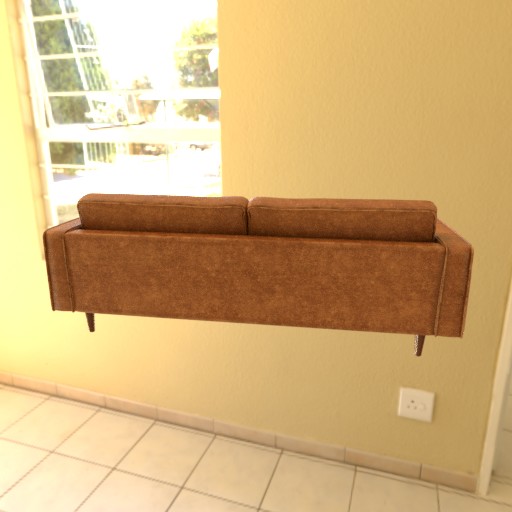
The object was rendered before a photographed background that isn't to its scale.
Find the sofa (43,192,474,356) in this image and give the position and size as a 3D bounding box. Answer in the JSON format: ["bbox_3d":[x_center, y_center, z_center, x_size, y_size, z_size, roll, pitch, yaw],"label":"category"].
[{"bbox_3d":[0.000,0.000,2.638,2.199,0.779,0.886,3,16,9],"label":"sofa"}]
